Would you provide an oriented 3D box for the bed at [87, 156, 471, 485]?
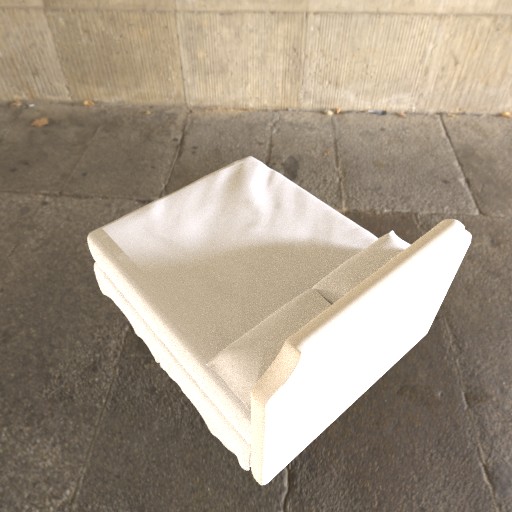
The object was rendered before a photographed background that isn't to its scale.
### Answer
[{"bbox_3d":[0.000,0.000,3.826,2.134,1.524,2.548,-32,54,-27],"label":"bed"}]
